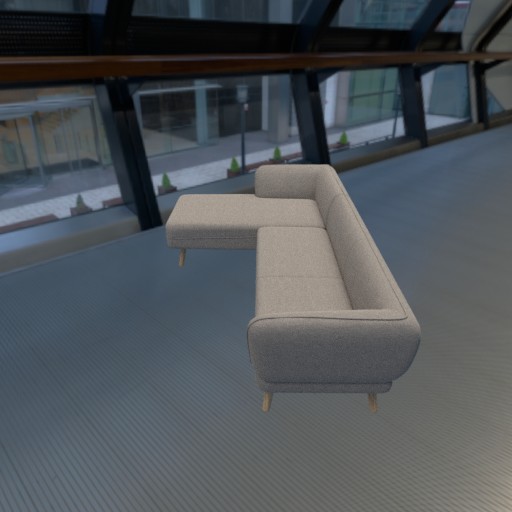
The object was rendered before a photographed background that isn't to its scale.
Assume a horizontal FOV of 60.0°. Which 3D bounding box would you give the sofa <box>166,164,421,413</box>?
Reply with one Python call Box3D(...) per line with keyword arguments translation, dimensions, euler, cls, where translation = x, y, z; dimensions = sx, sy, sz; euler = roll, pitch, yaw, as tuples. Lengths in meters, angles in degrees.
Box3D(translation=(0.000, 0.000, 3.269), dimensions=(1.532, 0.693, 2.653), euler=(0, 26, 1), cls="sofa")
